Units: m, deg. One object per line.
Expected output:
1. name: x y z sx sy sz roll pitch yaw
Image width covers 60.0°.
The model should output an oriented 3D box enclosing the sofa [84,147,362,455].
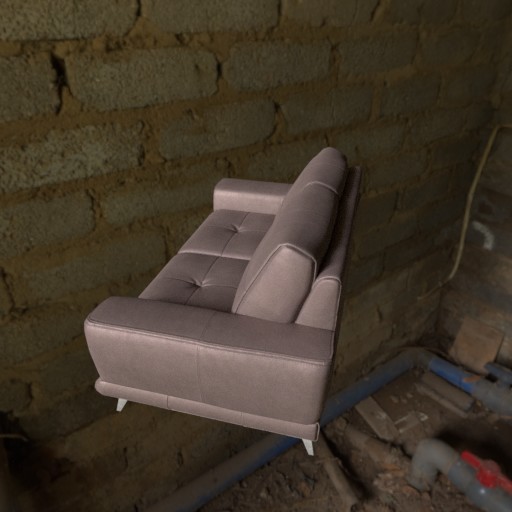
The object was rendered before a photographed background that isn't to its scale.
1. sofa: 0.000 0.000 2.440 1.018 0.907 1.806 7 30 13
